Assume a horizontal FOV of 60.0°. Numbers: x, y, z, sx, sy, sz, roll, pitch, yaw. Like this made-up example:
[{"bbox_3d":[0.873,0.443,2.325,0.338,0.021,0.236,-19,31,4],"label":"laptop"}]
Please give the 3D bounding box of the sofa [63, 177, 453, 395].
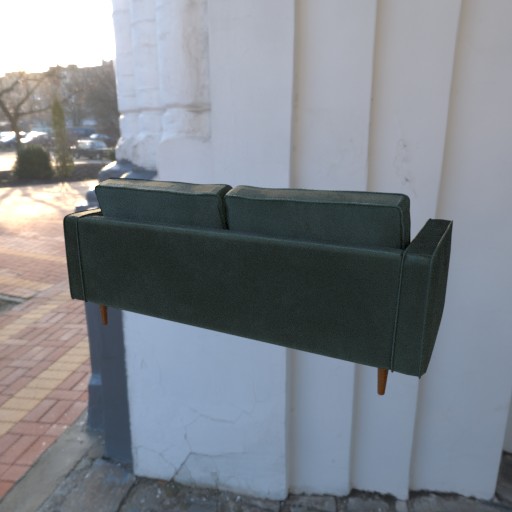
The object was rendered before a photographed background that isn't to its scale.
[{"bbox_3d":[0.000,0.000,2.292,1.816,0.781,0.886,8,17,26],"label":"sofa"}]
